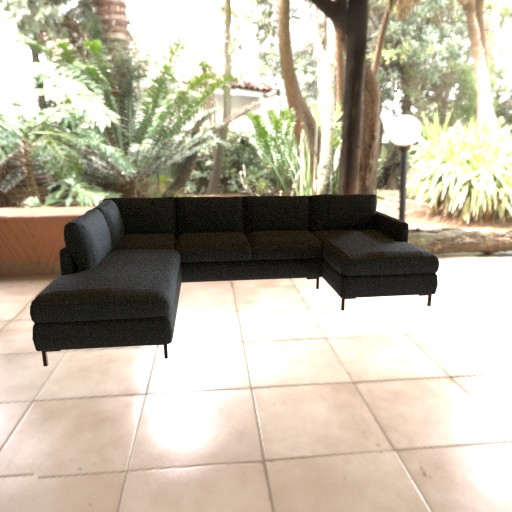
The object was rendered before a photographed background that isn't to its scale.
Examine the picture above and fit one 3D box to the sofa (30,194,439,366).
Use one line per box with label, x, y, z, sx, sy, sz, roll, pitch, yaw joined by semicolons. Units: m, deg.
sofa;0.000;0.000;3.452;2.737;0.753;1.879;-2;15;-7
